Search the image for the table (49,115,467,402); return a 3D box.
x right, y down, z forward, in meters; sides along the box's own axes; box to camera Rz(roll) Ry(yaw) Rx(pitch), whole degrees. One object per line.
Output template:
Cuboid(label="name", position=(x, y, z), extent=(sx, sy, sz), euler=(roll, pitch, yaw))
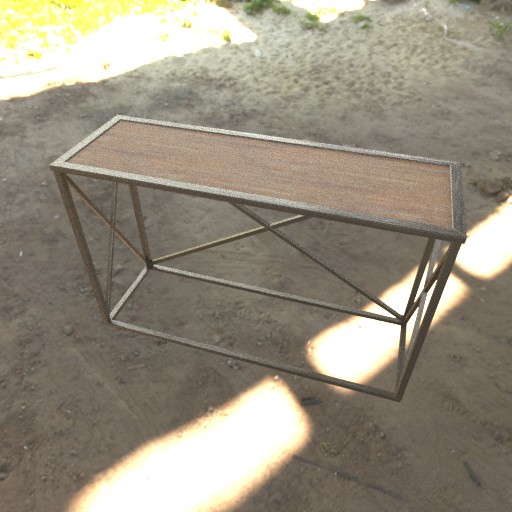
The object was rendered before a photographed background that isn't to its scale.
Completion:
Cuboid(label="table", position=(0.000, 0.000, 1.619), extent=(1.216, 0.753, 0.402), euler=(12, 42, 13))
